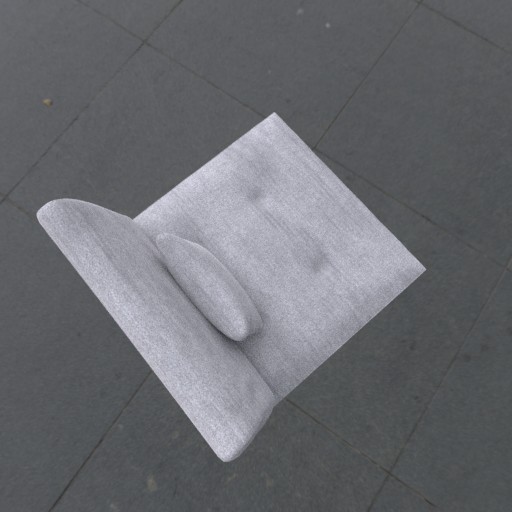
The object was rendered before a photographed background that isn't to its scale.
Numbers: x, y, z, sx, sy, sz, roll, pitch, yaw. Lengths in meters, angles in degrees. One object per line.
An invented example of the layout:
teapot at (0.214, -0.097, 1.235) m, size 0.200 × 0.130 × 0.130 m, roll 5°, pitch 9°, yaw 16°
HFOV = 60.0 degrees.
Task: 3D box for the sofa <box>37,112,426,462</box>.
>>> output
sofa at (0.000, 0.000, 1.674) m, size 1.000 × 0.820 × 0.930 m, roll -39°, pitch 79°, yaw -9°
